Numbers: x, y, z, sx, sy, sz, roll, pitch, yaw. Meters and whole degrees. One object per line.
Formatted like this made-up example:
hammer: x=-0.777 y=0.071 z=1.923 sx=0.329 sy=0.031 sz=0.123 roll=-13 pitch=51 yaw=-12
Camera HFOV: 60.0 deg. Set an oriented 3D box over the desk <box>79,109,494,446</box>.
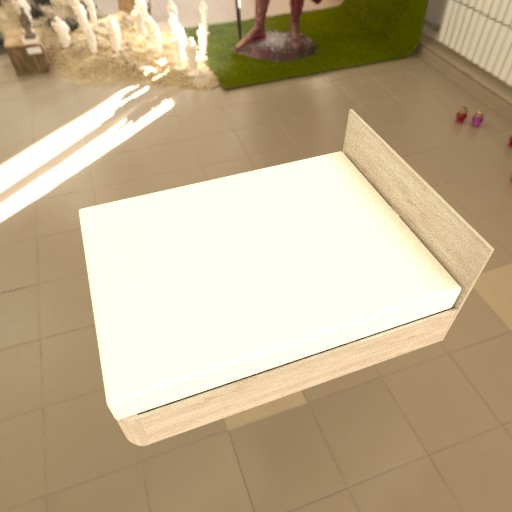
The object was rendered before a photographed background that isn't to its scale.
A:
desk: x=0.000 y=0.000 z=2.622 sx=1.900 sy=0.800 sz=1.400 roll=-15 pitch=49 yaw=-14
